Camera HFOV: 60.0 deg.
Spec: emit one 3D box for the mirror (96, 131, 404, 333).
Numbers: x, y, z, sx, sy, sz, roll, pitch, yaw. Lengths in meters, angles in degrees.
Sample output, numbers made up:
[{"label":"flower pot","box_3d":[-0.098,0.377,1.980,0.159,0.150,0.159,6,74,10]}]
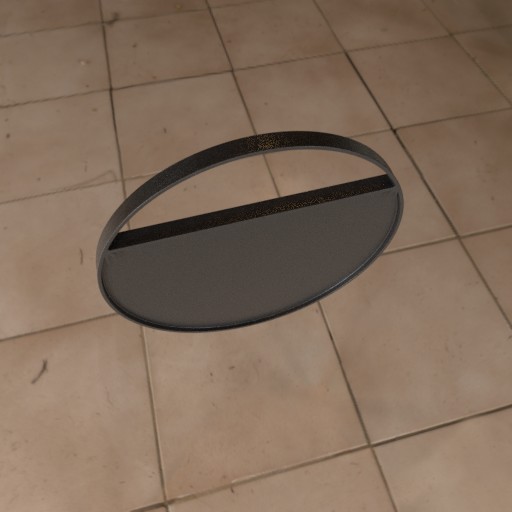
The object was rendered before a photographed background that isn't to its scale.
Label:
[{"label":"mirror","box_3d":[0.000,0.000,0.832,0.565,0.565,0.032,-13,59,-8]}]
